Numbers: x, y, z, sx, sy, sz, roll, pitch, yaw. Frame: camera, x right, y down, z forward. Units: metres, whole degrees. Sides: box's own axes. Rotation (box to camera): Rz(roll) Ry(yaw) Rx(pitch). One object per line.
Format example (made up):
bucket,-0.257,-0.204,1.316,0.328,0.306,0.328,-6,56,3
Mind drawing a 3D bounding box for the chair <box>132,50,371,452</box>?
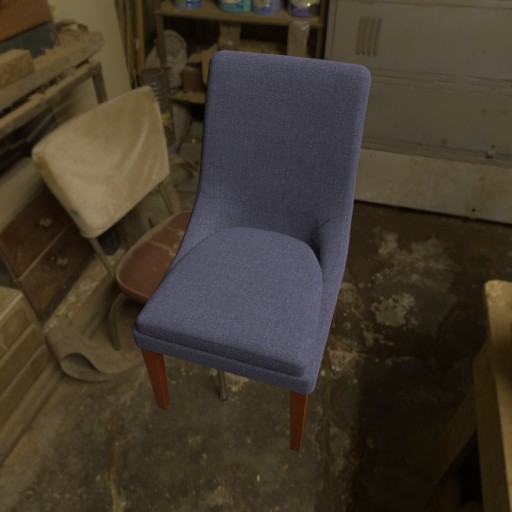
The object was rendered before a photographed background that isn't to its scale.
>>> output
chair,0.000,0.000,1.318,0.508,0.952,0.655,12,43,13
